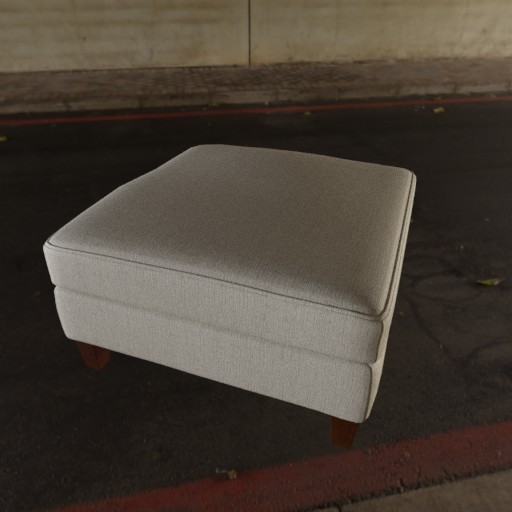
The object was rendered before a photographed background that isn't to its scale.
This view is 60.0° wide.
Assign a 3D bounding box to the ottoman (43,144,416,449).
[{"bbox_3d":[0.000,0.000,1.353,0.838,0.478,0.838,11,33,18],"label":"ottoman"}]
